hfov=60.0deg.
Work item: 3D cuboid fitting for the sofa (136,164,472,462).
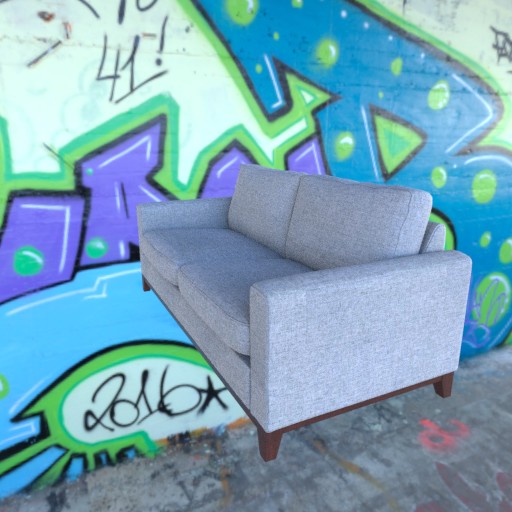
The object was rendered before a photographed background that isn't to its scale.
[{"bbox_3d":[0.000,0.000,2.446,0.969,0.892,1.978,-8,18,-25],"label":"sofa"}]
